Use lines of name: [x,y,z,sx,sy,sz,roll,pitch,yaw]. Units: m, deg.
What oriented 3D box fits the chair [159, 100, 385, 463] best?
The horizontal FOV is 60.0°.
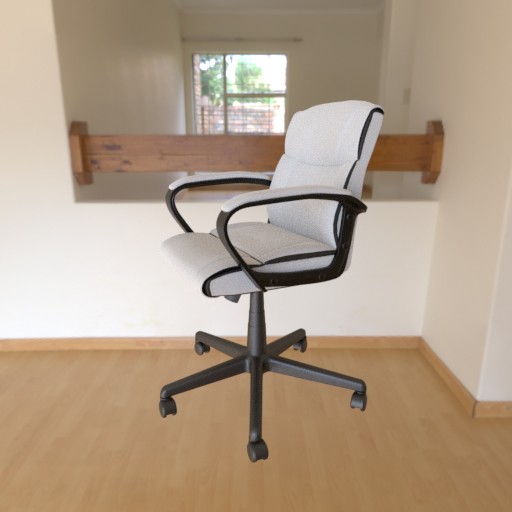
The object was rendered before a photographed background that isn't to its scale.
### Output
chair: [0.000,0.000,1.495,0.717,1.004,0.739,-7,17,-24]
